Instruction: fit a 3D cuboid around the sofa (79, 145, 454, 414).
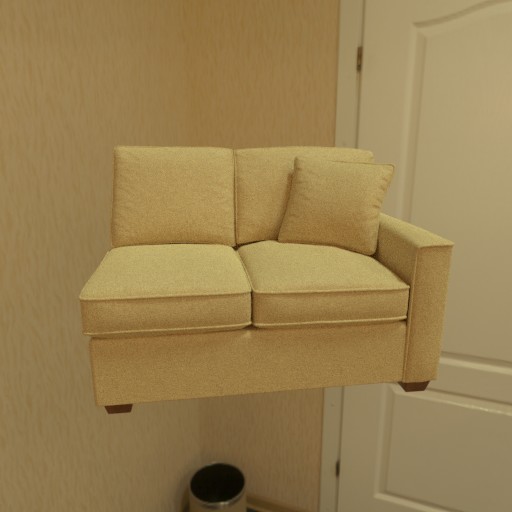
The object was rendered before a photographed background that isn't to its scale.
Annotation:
[{"bbox_3d":[0.000,0.000,2.058,1.388,0.989,0.991,-2,15,-7],"label":"sofa"}]
